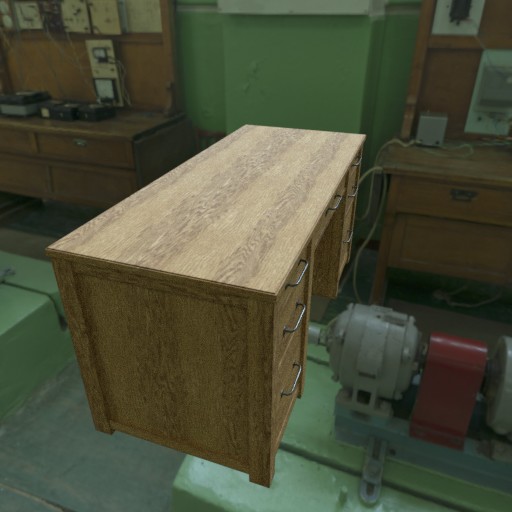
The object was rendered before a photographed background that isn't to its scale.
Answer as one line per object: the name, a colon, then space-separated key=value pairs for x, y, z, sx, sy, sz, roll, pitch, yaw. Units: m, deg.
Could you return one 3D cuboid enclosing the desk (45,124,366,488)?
desk: x=0.000 y=0.000 z=1.954 sx=0.685 sy=0.751 sz=1.567 roll=10 pitch=31 yaw=17
